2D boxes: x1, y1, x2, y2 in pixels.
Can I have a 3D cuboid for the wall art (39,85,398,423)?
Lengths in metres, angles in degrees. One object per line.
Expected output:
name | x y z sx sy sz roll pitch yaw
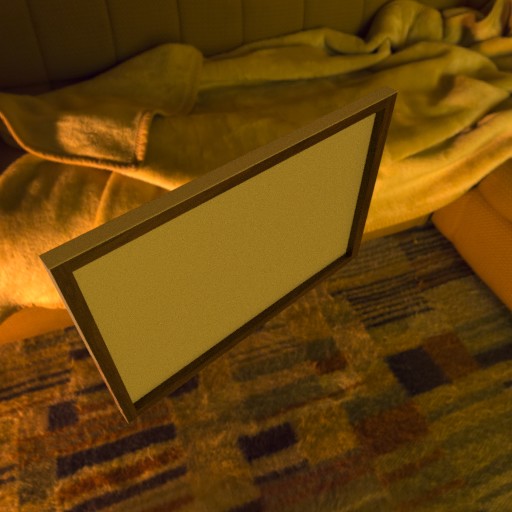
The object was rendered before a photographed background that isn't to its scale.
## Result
wall art | 0.000 0.000 1.429 1.138 0.761 0.051 -32 55 -27
